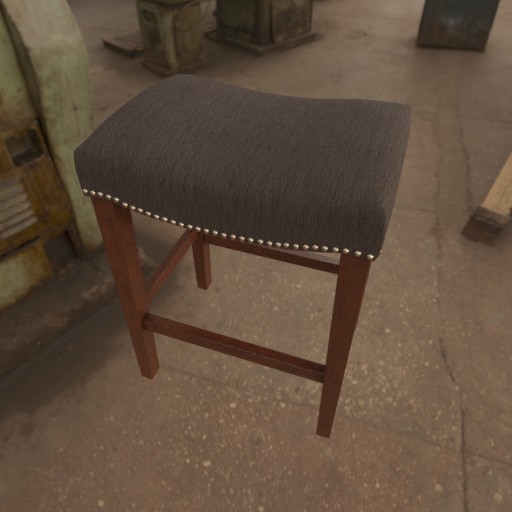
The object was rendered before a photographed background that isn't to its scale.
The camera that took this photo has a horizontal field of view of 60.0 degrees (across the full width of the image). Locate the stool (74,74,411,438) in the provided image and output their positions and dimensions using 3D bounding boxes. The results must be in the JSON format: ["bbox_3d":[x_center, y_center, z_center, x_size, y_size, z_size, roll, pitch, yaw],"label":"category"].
[{"bbox_3d":[0.000,0.000,0.963,0.504,0.654,0.372,13,44,15],"label":"stool"}]
